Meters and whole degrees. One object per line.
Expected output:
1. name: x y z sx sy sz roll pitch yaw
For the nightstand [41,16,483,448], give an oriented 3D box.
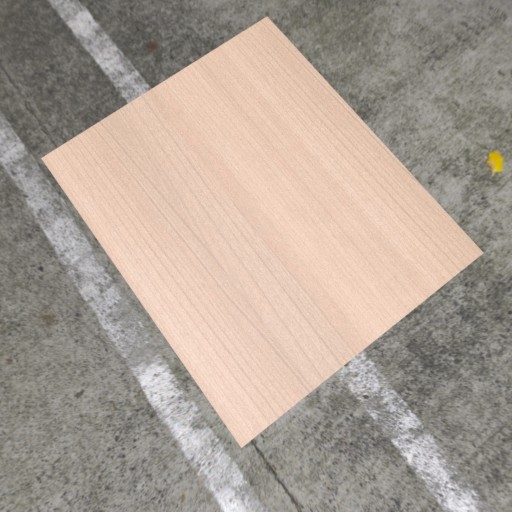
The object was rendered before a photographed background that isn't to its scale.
1. nightstand: 0.000 0.000 0.832 0.380 0.530 0.450 -36 78 -9
